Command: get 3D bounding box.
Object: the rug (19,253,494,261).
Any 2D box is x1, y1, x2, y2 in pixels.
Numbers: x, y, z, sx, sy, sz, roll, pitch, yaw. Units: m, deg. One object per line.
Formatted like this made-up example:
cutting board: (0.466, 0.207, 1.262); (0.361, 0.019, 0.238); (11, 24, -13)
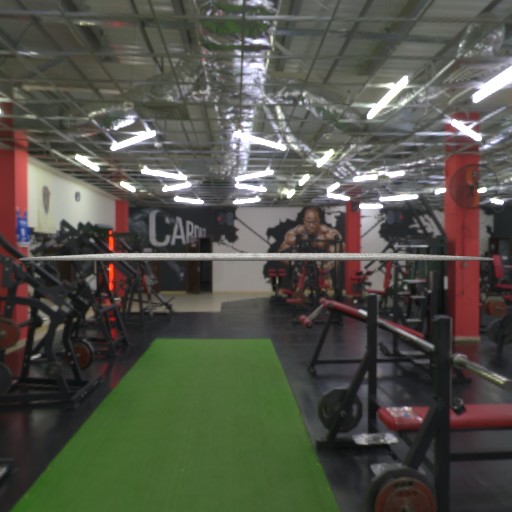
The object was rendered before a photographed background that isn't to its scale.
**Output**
rug: (0.000, 0.000, 2.330); (1.847, 0.012, 1.224); (0, 1, -1)
